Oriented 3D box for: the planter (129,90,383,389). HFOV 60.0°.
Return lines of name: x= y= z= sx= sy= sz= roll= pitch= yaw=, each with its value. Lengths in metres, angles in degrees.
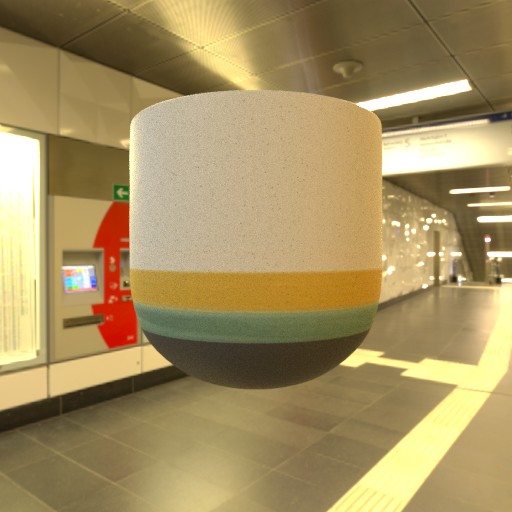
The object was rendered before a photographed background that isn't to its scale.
planter: x=0.000 y=0.000 z=0.489 sx=0.268 sy=0.270 sz=0.268 roll=0 pitch=1 yaw=0
